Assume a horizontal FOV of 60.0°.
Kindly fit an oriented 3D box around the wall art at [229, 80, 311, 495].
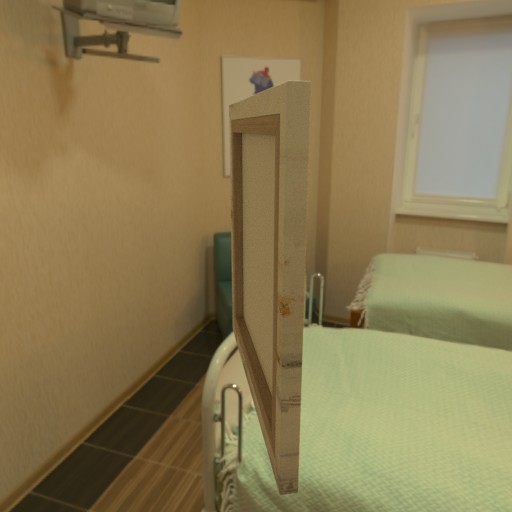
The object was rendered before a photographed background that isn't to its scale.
[{"bbox_3d":[0.000,0.000,1.118,0.038,0.755,0.753,-3,16,-9],"label":"wall art"}]
